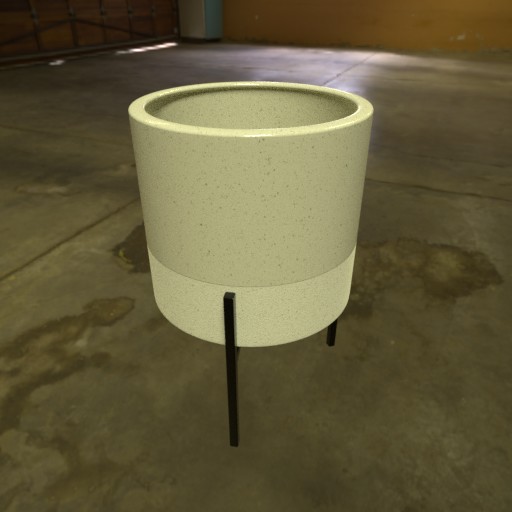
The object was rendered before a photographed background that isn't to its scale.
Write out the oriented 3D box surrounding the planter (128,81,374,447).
[{"bbox_3d":[0.000,0.000,0.341,0.159,0.230,0.152,-11,32,-18],"label":"planter"}]
